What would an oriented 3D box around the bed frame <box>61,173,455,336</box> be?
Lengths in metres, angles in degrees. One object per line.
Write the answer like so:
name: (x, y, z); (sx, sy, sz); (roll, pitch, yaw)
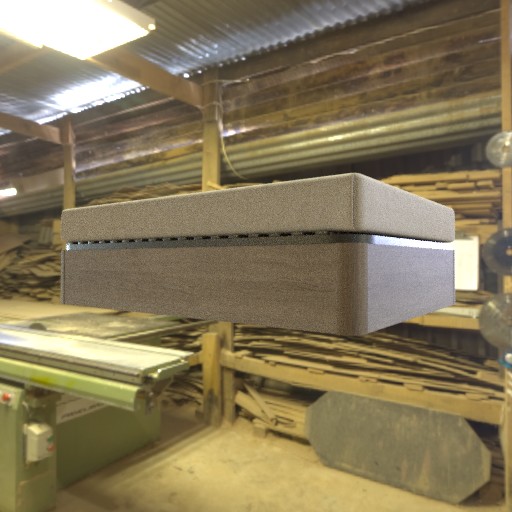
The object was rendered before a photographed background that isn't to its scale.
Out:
bed frame: (0.000, 0.000, 2.604); (1.900, 0.561, 1.400); (0, -1, 37)
